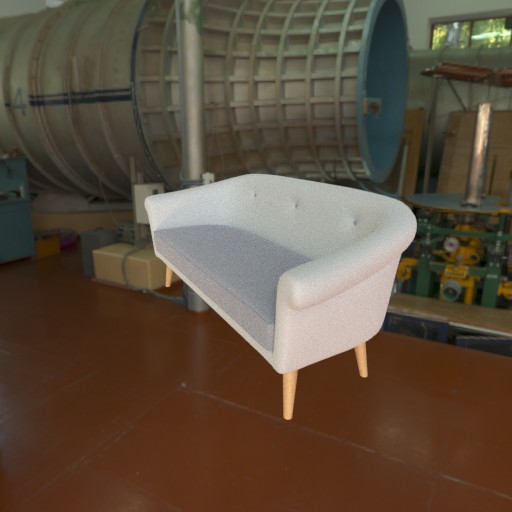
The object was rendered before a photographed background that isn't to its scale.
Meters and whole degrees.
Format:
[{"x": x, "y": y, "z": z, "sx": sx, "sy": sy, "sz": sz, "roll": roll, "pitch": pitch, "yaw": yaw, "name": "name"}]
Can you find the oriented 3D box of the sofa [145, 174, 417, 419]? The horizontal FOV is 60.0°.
[{"x": 0.000, "y": 0.000, "z": 2.553, "sx": 0.827, "sy": 0.795, "sz": 2.160, "roll": -7, "pitch": 17, "yaw": -25, "name": "sofa"}]
